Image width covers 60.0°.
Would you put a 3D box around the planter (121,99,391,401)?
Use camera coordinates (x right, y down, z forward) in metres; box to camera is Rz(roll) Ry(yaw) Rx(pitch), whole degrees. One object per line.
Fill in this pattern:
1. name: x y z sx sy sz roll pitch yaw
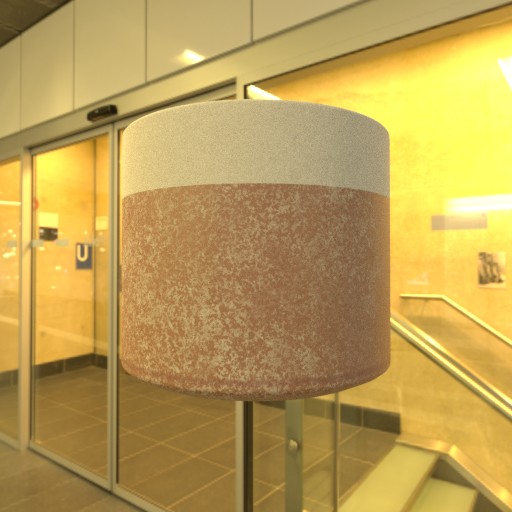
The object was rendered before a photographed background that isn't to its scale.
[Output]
1. planter: 0.000 0.000 0.274 0.159 0.138 0.159 0 -1 0
